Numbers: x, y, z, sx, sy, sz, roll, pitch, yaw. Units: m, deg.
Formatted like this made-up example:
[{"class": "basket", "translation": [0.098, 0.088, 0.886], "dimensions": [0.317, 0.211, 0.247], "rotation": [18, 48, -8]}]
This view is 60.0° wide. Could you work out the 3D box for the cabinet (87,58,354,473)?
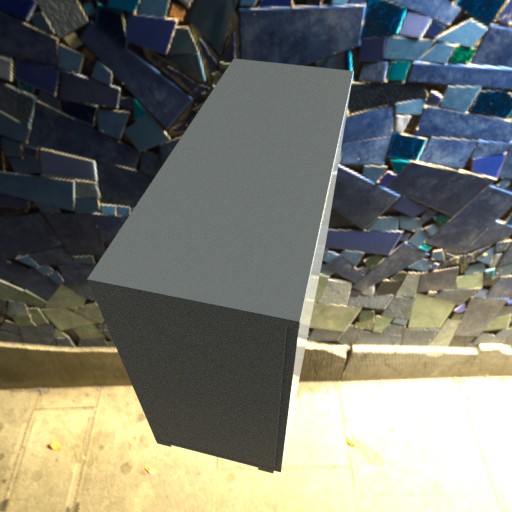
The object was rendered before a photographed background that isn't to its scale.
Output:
[{"class": "cabinet", "translation": [0.000, 0.000, 1.410], "dimensions": [0.400, 0.800, 1.000], "rotation": [10, 47, 9]}]
